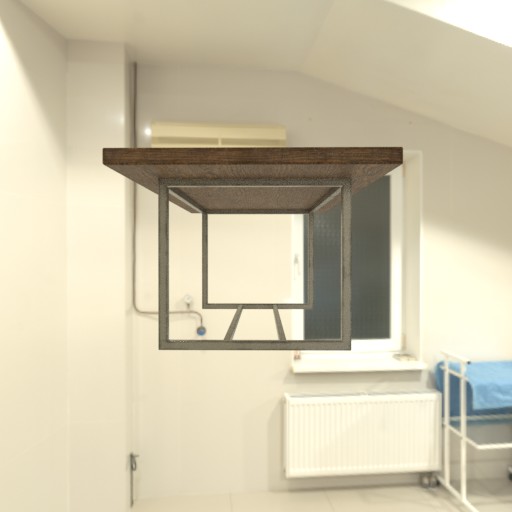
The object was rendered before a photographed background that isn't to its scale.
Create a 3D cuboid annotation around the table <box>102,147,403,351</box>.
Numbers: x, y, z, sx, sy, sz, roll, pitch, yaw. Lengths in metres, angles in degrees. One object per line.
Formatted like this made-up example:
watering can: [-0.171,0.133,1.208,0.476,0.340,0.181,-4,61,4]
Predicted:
table: [0.000,0.000,2.581,1.078,0.795,1.989,0,0,1]
